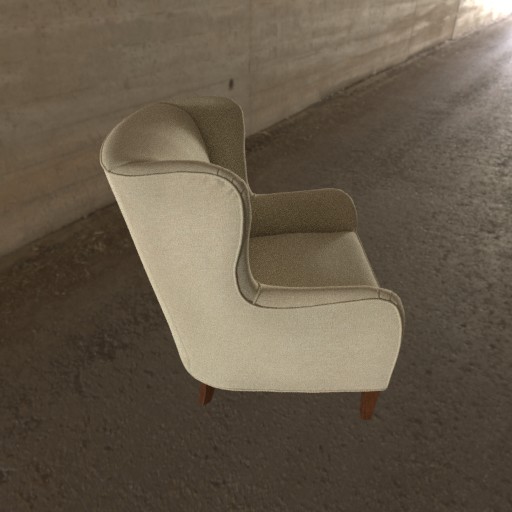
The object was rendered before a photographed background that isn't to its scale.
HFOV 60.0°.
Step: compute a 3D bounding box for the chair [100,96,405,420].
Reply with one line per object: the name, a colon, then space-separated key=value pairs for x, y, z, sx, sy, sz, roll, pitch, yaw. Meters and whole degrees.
chair: x=0.000 y=0.000 z=1.730 sx=0.966 sy=1.040 sz=0.838 roll=-1 pitch=33 yaw=-1
